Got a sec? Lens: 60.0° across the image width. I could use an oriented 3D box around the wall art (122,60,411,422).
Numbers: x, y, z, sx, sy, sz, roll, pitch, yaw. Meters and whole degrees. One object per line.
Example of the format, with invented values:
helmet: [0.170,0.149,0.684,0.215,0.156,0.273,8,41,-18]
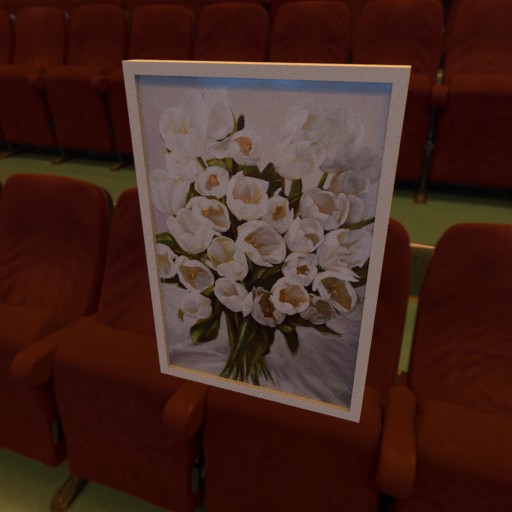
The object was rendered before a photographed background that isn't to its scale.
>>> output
wall art: [0.000,0.000,0.535,0.293,0.428,0.025,9,28,17]
